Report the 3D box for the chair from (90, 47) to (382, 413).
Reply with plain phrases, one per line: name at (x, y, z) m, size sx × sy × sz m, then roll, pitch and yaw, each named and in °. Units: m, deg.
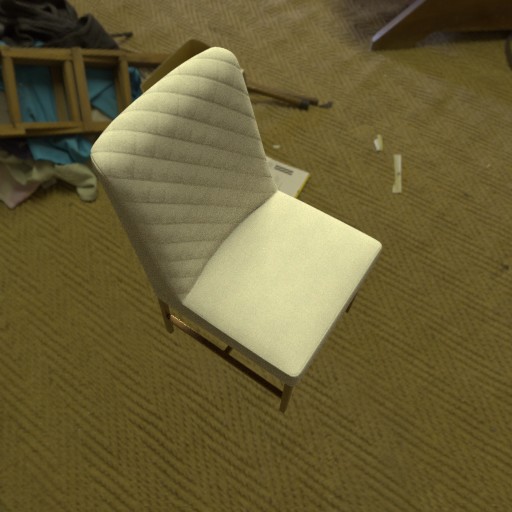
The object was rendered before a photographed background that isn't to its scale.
chair at (0.000, 0.000, 1.308) m, size 0.597 × 0.933 × 0.503 m, roll 31°, pitch 64°, yaw 17°
